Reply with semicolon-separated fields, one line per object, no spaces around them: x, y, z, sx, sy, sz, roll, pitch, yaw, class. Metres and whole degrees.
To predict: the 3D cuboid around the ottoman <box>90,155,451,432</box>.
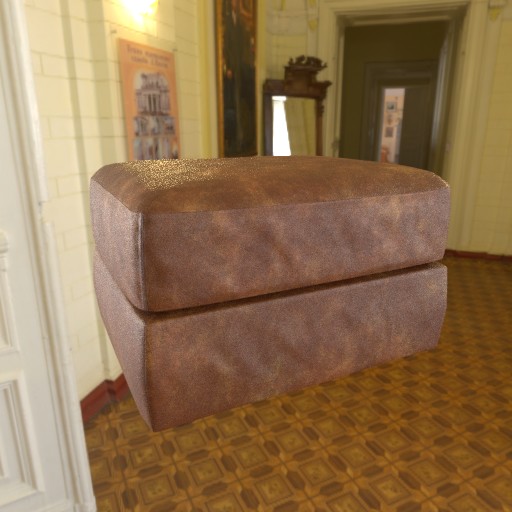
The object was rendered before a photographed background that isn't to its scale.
0.000;0.000;1.128;0.751;0.476;0.603;-8;18;-25;ottoman
